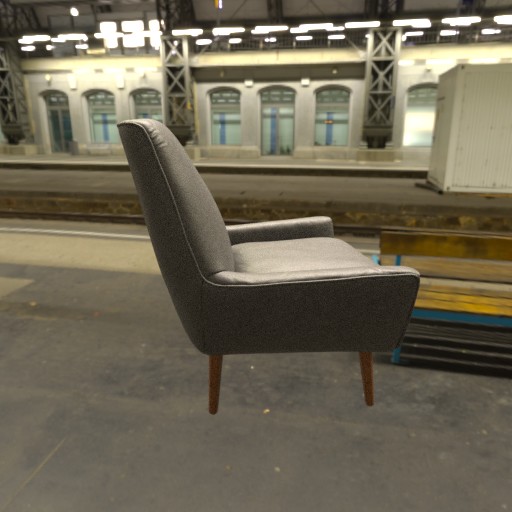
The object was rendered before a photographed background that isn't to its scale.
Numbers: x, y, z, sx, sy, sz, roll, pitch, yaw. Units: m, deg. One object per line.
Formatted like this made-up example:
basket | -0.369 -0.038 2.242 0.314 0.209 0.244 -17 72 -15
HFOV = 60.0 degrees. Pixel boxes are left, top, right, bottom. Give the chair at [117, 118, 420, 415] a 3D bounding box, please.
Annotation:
chair | 0.000 0.000 1.507 0.822 0.888 0.787 -3 17 -9
